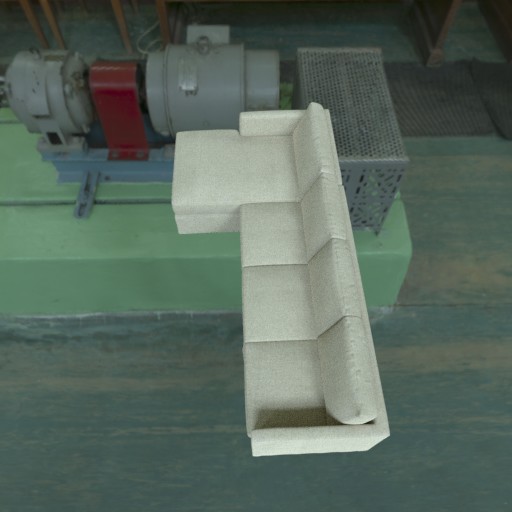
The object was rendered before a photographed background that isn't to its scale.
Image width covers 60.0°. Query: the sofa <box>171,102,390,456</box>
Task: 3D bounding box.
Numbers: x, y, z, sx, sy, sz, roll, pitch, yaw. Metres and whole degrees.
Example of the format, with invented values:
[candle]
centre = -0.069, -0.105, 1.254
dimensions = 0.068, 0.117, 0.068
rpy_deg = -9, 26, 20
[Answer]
[sofa]
centre = 0.000, 0.000, 3.963
dimensions = 1.650, 0.922, 3.205
rpy_deg = -2, 59, -1
